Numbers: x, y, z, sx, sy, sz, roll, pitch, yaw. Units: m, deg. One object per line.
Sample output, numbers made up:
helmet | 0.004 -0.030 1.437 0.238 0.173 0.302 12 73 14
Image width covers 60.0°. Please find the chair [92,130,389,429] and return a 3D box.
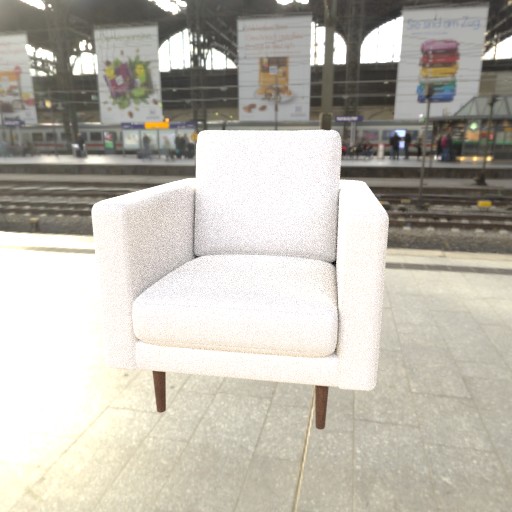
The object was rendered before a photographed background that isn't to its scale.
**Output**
chair | 0.000 0.000 1.621 0.831 0.899 0.879 2 15 9
